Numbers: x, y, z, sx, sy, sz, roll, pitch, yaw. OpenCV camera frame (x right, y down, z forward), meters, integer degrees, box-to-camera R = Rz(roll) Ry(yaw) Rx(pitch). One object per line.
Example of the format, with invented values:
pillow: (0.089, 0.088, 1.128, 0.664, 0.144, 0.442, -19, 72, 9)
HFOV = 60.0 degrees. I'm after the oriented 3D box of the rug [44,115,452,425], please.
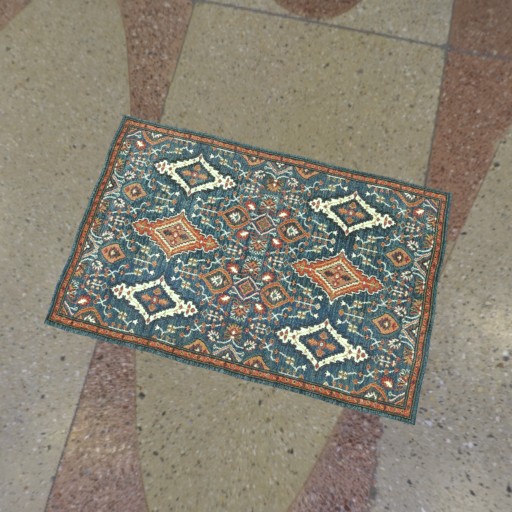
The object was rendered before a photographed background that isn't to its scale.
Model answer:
rug: (0.000, 0.000, 4.100, 3.371, 0.008, 2.190, 14, 76, 4)
